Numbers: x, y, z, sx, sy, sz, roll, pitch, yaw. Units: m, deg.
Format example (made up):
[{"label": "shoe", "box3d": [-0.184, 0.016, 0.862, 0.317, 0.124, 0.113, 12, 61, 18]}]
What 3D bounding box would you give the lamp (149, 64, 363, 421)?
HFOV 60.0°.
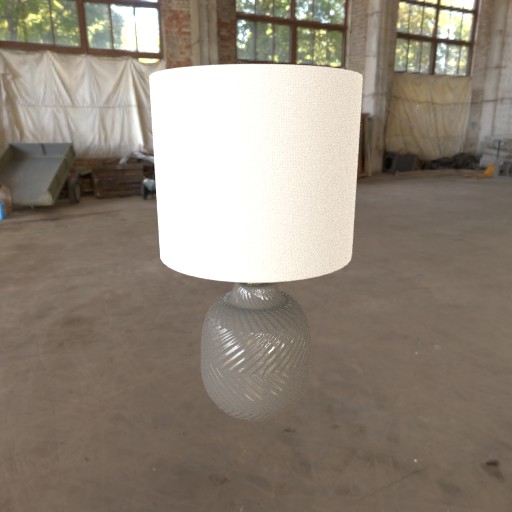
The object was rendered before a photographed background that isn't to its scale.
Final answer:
[{"label": "lamp", "box3d": [0.000, 0.000, 0.490, 0.207, 0.366, 0.207, -2, 16, -7]}]
